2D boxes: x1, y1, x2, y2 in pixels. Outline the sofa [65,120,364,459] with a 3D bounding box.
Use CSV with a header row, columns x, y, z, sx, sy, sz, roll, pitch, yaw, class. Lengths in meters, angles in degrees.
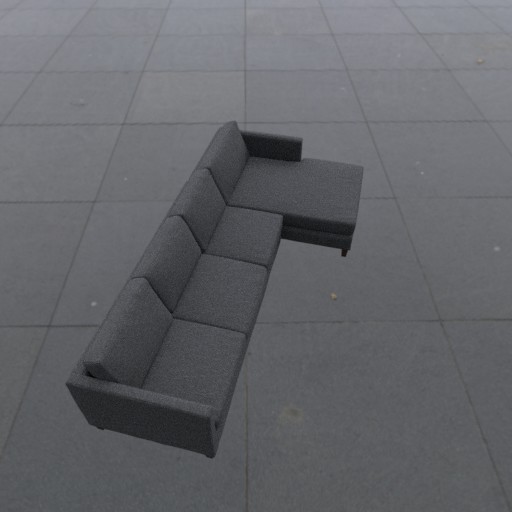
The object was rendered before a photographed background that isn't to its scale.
x,y,z,sx,sy,sz,roll,pitch,yaw,class
0.000,0.000,3.810,1.625,0.846,3.186,10,46,10,sofa
